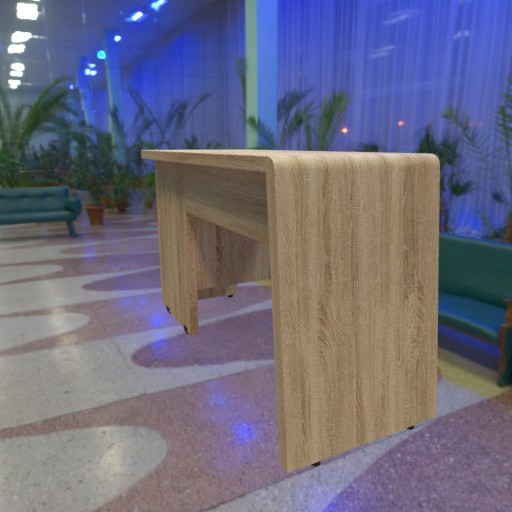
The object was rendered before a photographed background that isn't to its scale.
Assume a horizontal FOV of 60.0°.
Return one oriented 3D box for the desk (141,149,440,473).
[{"bbox_3d":[0.000,0.000,1.635,0.500,0.750,1.300,-7,16,-26],"label":"desk"}]
